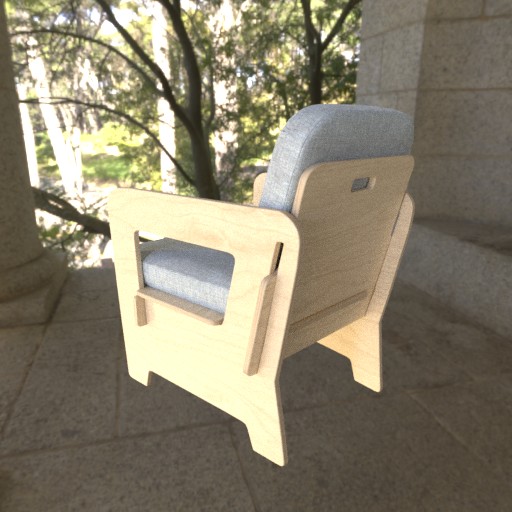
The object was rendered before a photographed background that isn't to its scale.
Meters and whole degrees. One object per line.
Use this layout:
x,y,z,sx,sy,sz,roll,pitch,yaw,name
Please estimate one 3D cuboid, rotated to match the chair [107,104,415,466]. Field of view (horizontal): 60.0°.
0.000,0.000,1.265,0.590,0.800,0.710,-16,23,-42,chair
